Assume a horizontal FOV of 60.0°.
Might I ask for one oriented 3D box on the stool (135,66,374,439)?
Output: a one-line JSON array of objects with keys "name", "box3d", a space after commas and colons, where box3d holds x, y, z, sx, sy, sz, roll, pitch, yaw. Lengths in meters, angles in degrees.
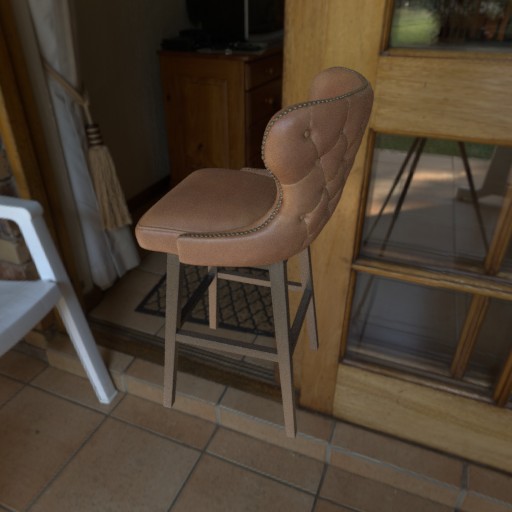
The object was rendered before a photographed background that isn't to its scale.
[{"name": "stool", "box3d": [0.000, 0.000, 1.433, 0.606, 1.087, 0.591, 9, 32, 14]}]
